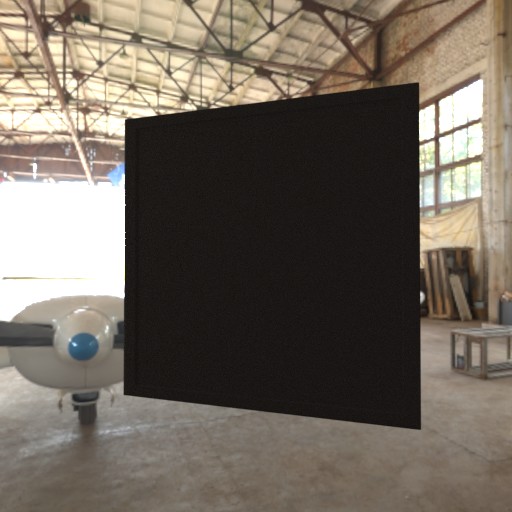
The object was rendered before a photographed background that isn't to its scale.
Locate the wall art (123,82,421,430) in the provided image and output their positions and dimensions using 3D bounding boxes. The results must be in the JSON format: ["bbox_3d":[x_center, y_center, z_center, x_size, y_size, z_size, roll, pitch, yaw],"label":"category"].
[{"bbox_3d":[0.000,0.000,0.809,0.562,0.558,0.012,0,-1,19],"label":"wall art"}]
